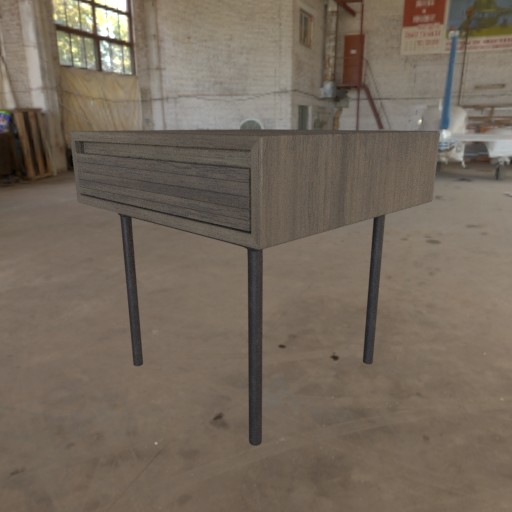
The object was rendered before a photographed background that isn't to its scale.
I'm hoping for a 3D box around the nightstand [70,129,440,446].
[{"bbox_3d":[0.000,0.000,0.916,0.502,0.497,0.503,15,22,42],"label":"nightstand"}]
